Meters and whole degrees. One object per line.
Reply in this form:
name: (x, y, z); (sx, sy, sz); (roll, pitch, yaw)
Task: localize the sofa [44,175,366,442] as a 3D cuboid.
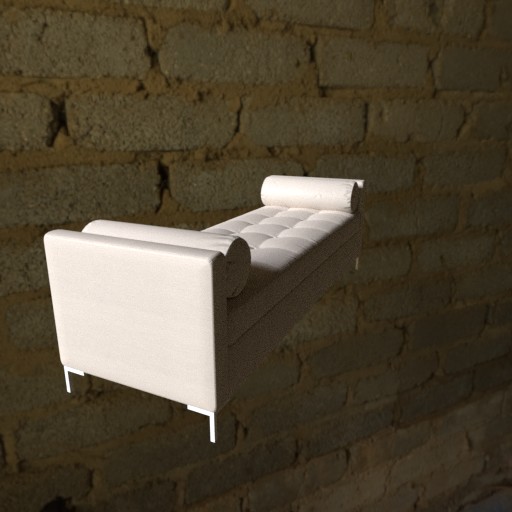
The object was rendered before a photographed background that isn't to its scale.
sofa: (0.000, 0.000, 2.316); (0.686, 0.635, 1.981); (8, 18, 25)
